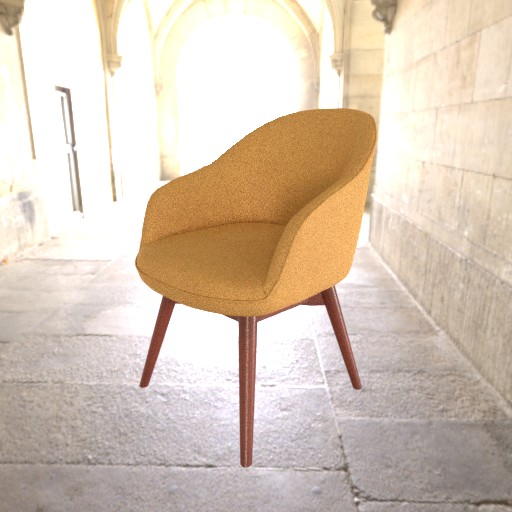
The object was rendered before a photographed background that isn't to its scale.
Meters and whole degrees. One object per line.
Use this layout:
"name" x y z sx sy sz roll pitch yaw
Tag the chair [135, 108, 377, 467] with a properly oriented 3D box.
"chair" 0.000 0.000 1.269 0.635 0.823 0.596 -15 21 -42
